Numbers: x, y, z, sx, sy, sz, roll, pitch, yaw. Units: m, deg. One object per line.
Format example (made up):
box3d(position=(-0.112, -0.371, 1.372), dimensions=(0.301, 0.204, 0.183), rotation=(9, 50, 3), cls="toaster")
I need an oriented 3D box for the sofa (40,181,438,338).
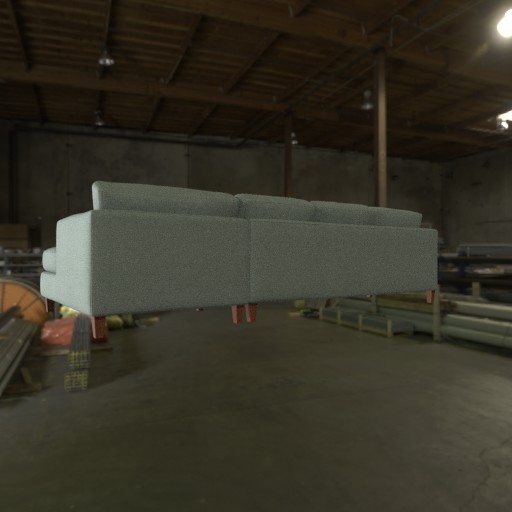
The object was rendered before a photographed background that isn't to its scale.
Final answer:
box3d(position=(0.000, 0.000, 4.145), dimensions=(3.471, 0.950, 1.604), rotation=(0, 0, -35), cls="sofa")
